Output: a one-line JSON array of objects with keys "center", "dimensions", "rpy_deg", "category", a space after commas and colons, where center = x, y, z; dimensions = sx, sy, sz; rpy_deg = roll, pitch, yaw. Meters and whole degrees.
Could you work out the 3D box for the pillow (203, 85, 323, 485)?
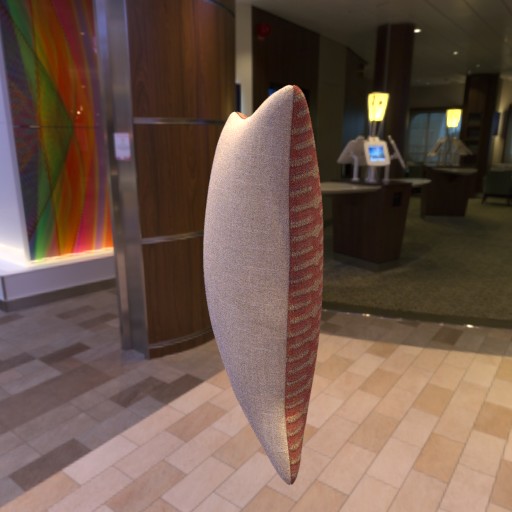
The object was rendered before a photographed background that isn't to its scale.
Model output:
[{"center": [0.000, 0.000, 0.767], "dimensions": [0.182, 0.503, 0.511], "rpy_deg": [-2, 15, -9], "category": "pillow"}]
